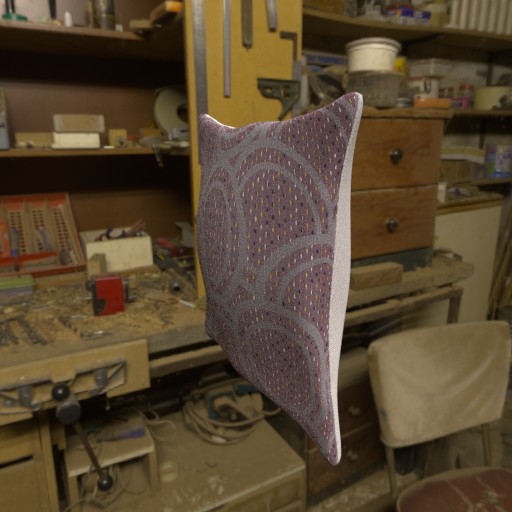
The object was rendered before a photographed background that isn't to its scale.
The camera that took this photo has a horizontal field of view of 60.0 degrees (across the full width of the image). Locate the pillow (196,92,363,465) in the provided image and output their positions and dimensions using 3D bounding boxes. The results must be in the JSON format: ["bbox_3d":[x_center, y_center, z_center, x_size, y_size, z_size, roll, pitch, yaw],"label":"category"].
[{"bbox_3d":[0.000,0.000,0.797,0.163,0.513,0.514,-8,17,-26],"label":"pillow"}]
